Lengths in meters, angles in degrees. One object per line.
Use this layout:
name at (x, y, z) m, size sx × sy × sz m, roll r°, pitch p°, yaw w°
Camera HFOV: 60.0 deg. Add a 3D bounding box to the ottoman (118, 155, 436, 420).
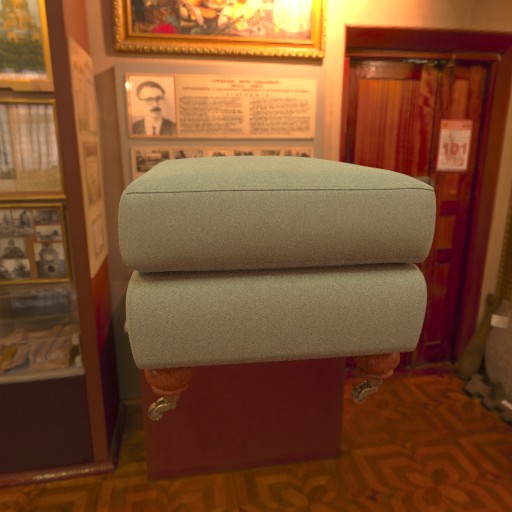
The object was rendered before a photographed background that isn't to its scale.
ottoman at (0.000, 0.000, 1.143) m, size 0.569 × 0.499 × 0.773 m, roll -2°, pitch 15°, yaw -8°
